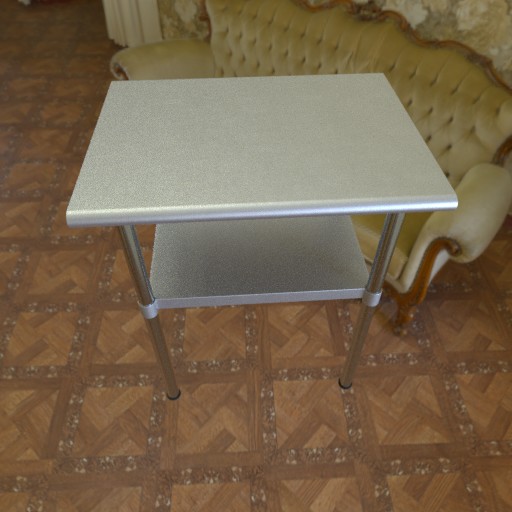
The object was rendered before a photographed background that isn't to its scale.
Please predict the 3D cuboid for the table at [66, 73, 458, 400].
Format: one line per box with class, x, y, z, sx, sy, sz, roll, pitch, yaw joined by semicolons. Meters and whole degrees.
table;0.000;0.000;1.368;0.762;0.876;0.584;-3;46;-3
